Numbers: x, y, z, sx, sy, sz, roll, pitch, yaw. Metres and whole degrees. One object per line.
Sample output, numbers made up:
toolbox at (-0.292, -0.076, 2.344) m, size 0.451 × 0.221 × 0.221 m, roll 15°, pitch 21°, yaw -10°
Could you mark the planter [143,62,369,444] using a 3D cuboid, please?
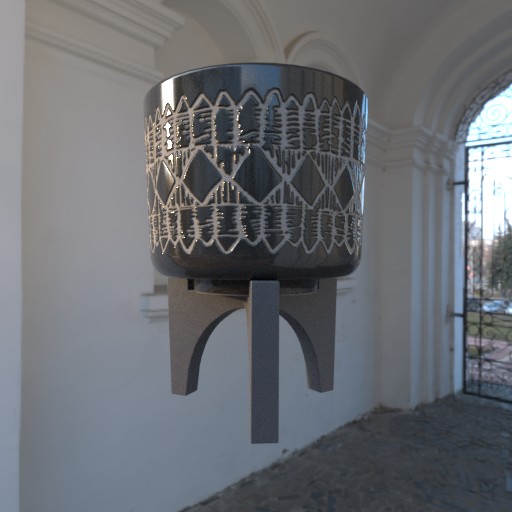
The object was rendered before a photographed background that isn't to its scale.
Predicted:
planter at (0.000, 0.000, 0.397) m, size 0.196 × 0.264 × 0.196 m, roll 0°, pitch 0°, yaw -34°
